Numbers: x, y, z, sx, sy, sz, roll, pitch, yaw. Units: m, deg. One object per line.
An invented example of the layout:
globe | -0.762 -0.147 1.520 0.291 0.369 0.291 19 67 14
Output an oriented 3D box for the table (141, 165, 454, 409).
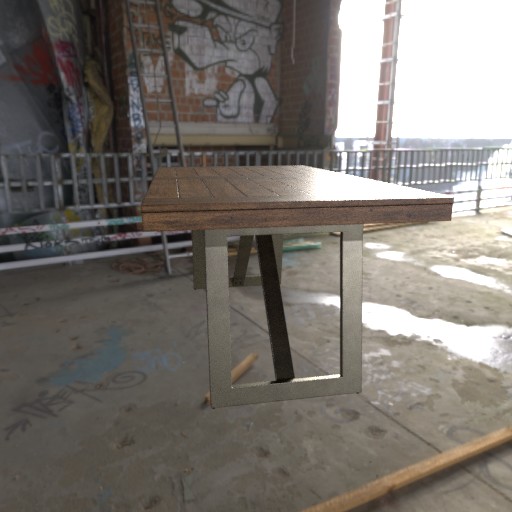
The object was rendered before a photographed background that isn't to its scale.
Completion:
table | 0.000 0.000 2.150 0.931 0.757 1.641 -3 15 -10
